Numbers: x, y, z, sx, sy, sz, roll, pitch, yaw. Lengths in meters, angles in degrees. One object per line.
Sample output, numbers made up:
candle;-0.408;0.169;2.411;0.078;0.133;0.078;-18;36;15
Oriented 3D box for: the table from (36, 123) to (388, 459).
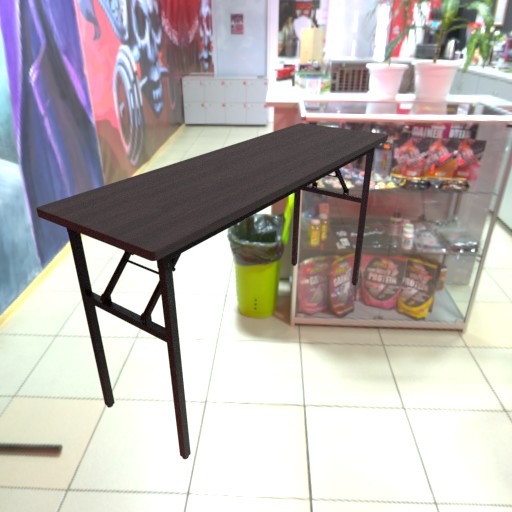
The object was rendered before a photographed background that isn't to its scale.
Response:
table;0.000;0.000;1.740;0.449;0.750;1.399;18;33;31
